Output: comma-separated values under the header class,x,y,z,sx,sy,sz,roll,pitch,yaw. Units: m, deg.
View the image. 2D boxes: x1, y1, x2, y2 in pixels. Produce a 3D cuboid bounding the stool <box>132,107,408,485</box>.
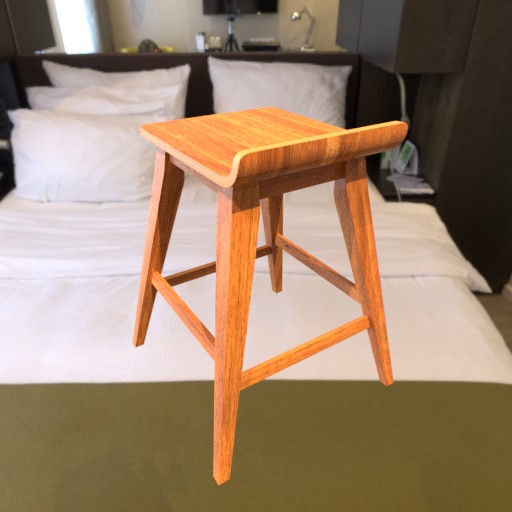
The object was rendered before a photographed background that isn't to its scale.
class,x,y,z,sx,sy,sz,roll,pitch,yaw
stool,0.000,0.000,1.013,0.500,0.650,0.500,-18,35,-28
